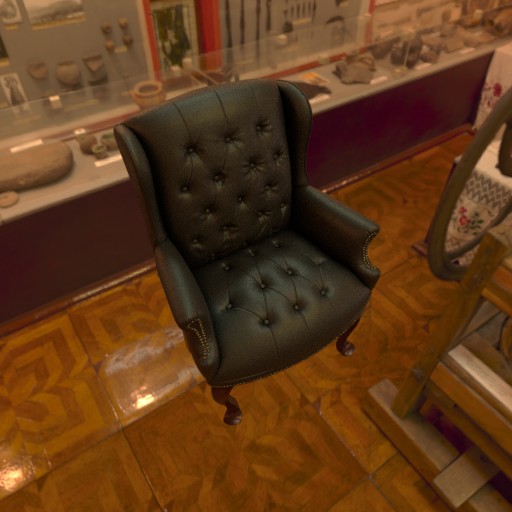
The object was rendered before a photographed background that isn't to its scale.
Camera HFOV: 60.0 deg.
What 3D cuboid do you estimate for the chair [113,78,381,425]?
[{"bbox_3d":[0.000,0.000,1.726,0.838,1.111,0.762,-24,50,-22],"label":"chair"}]
